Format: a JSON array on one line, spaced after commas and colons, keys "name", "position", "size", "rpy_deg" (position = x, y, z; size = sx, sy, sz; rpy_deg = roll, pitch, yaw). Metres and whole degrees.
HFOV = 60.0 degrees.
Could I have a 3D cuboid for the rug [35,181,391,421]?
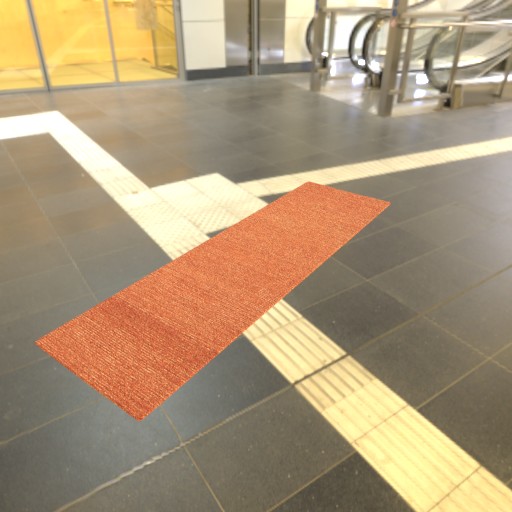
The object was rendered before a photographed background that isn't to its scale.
[{"name": "rug", "position": [0.000, 0.000, 2.533], "size": [0.687, 0.012, 2.307], "rpy_deg": [21, 37, 31]}]
